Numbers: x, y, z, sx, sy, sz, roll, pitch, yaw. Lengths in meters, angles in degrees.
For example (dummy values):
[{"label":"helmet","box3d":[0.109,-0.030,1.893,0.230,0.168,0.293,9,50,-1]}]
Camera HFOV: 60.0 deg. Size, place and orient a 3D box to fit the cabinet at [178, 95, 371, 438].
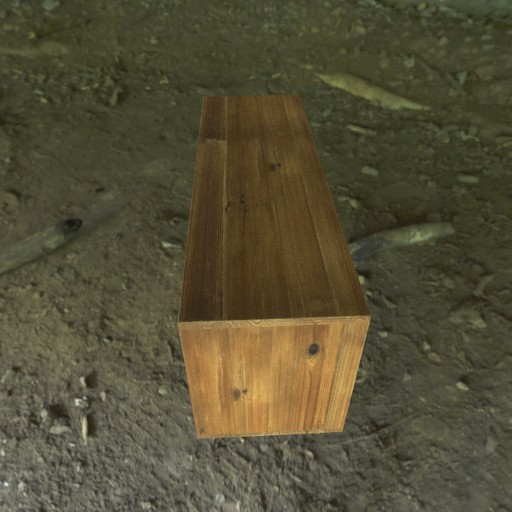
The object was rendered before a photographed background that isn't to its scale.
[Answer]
[{"label":"cabinet","box3d":[0.000,0.000,1.817,0.472,0.800,1.400,-2,40,-2]}]
